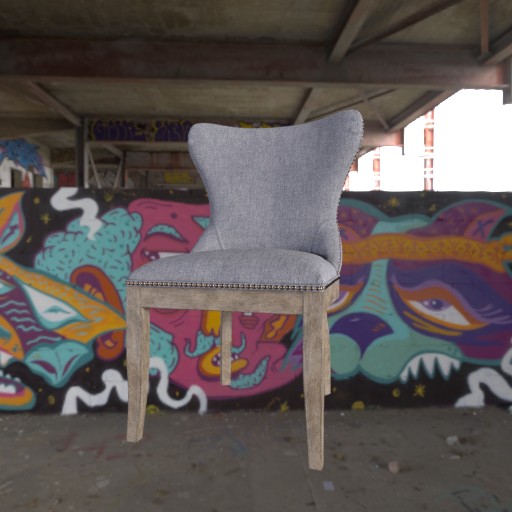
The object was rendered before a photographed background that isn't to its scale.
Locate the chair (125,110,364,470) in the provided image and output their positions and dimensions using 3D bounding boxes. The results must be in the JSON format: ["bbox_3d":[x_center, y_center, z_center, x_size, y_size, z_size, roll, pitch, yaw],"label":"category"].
[{"bbox_3d":[0.000,0.000,1.439,0.654,1.002,0.681,0,1,17],"label":"chair"}]
